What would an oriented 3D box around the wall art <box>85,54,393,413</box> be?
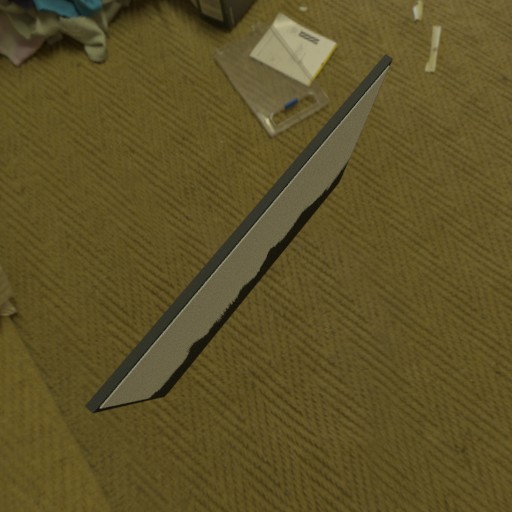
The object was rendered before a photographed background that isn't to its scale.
[{"bbox_3d":[0.000,0.000,1.496,0.028,0.805,1.190,38,78,9],"label":"wall art"}]
